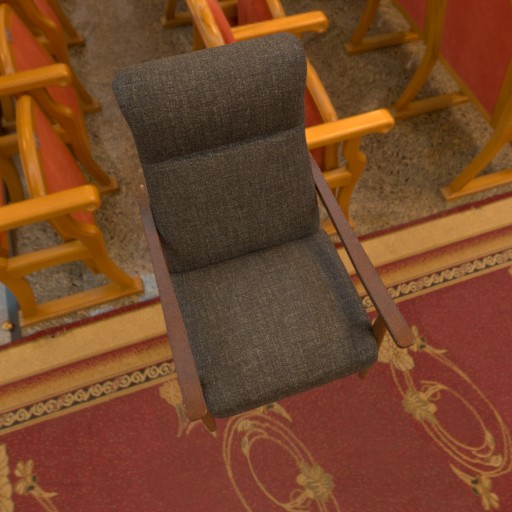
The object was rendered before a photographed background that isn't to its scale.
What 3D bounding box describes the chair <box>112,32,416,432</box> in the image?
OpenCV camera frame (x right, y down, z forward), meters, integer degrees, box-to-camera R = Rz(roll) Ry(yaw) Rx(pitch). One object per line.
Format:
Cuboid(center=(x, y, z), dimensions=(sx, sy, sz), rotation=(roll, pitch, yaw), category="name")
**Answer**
Cuboid(center=(0.000, 0.000, 1.669), dimensions=(0.762, 1.082, 1.014), rotation=(-17, 64, -8), category="chair")
